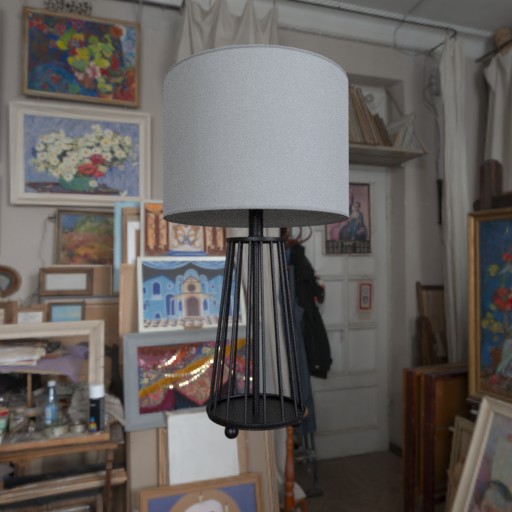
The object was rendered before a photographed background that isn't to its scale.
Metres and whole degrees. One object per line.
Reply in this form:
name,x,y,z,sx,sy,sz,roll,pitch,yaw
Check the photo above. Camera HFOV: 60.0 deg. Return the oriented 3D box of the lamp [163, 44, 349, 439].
lamp,0.000,0.000,0.781,0.322,0.593,0.322,-1,-1,35
